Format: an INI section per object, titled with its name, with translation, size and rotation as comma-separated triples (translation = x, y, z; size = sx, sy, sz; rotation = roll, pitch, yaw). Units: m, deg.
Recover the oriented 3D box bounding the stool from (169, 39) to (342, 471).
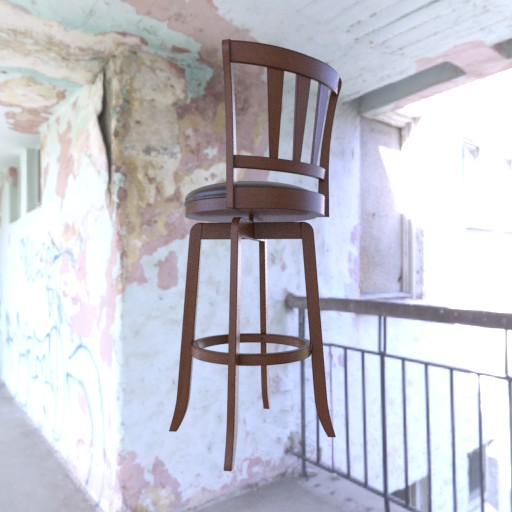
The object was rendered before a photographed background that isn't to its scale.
[stool]
translation = 0.000, 0.000, 1.461
size = 0.464, 1.177, 0.503
rotation = 1, -1, -36
